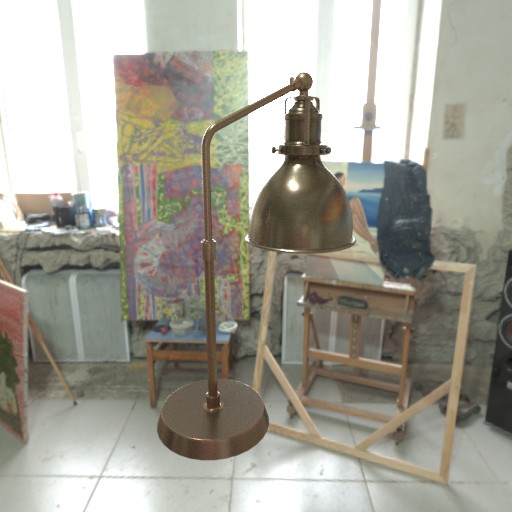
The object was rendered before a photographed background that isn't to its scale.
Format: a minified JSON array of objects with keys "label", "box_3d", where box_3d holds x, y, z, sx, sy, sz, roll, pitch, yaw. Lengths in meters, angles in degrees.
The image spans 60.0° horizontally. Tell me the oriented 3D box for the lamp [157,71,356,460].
[{"label":"lamp","box_3d":[0.000,0.000,0.580,0.286,0.456,0.153,-8,18,-27]}]
